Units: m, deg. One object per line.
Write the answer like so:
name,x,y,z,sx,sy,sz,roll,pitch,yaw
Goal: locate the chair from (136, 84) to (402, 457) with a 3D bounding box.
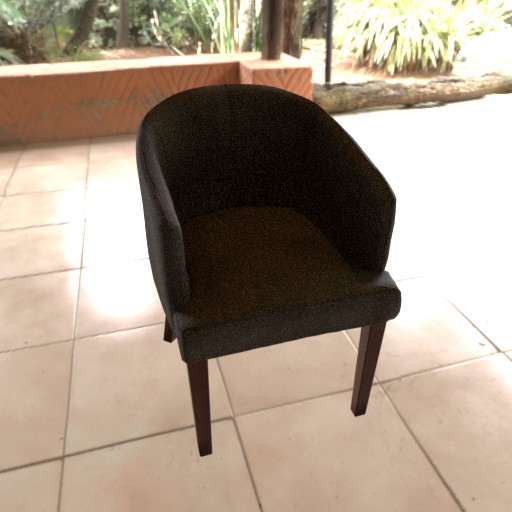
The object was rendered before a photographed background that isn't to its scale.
chair,0.000,0.000,1.250,0.583,0.811,0.655,-9,33,-14
